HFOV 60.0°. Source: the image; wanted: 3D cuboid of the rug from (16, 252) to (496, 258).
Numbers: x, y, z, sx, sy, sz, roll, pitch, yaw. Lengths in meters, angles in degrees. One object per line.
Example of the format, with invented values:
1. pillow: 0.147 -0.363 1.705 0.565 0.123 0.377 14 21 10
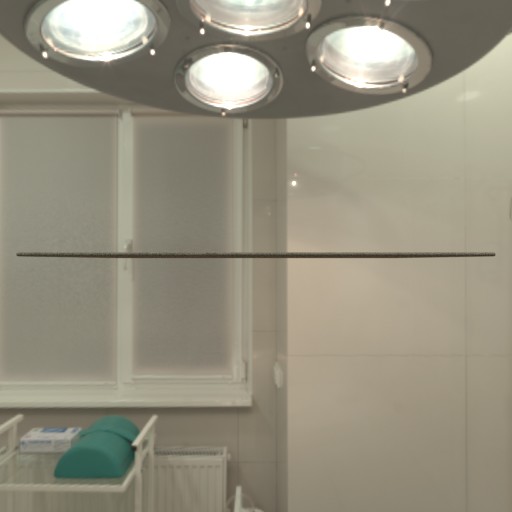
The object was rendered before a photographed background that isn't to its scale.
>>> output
1. rug: 0.000 0.000 2.295 1.829 0.016 1.219 0 -1 0
